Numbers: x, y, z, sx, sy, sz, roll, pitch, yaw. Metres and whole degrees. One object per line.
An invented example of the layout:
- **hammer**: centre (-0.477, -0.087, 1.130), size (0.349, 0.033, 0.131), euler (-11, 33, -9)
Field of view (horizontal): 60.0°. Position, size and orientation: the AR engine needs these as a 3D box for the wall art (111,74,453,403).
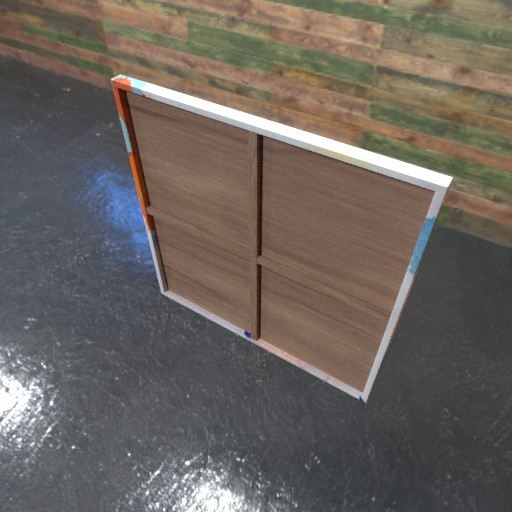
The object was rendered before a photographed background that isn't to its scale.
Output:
- **wall art**: centre (0.000, 0.000, 1.529), size (1.017, 1.017, 0.044), euler (24, 50, 22)
